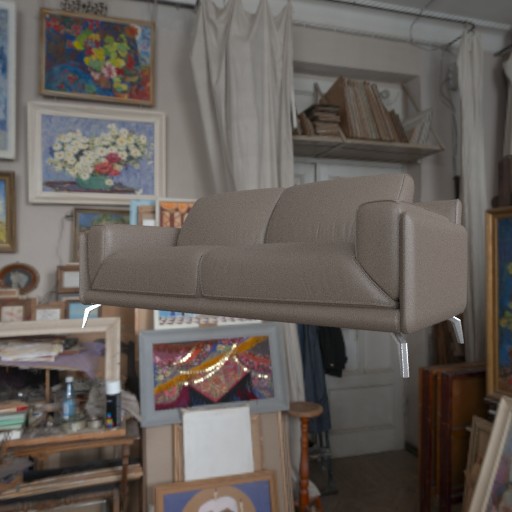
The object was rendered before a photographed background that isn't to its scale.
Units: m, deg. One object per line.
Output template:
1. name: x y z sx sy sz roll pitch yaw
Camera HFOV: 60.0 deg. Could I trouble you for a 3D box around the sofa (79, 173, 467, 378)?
1. sofa: 0.000 0.000 2.550 2.101 0.930 1.049 -1 -1 36
